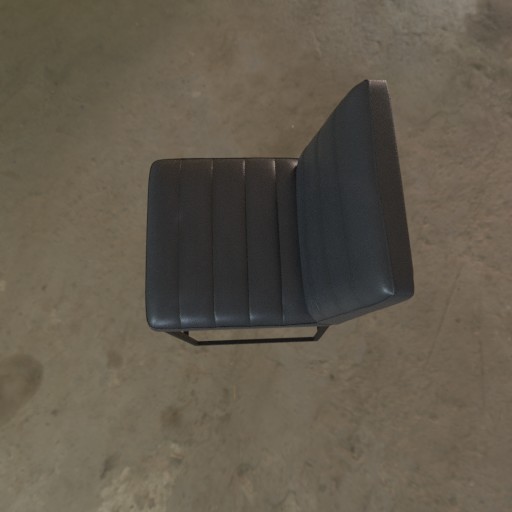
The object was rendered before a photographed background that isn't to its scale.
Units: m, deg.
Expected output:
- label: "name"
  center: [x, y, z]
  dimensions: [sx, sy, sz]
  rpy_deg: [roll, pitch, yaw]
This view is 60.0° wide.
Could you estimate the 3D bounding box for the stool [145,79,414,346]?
- label: "stool"
  center: [0.000, 0.000, 1.312]
  dimensions: [0.552, 1.040, 0.457]
  rpy_deg: [-2, 75, -1]
